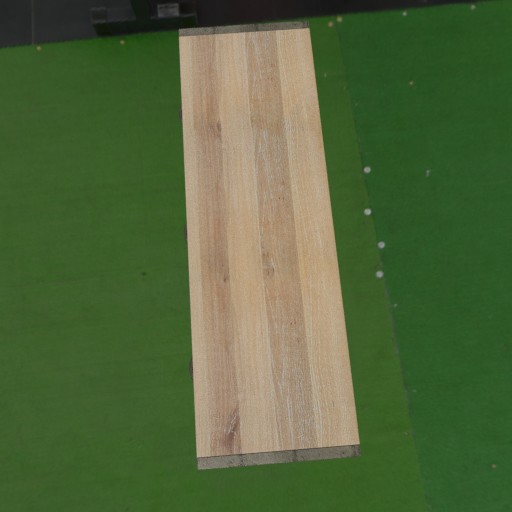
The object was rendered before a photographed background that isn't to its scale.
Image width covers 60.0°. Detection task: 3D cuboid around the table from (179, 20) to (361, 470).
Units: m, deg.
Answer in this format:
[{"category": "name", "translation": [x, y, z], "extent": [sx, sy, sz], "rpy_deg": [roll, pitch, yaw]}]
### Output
[{"category": "table", "translation": [0.000, 0.000, 1.403], "extent": [0.361, 0.763, 1.059], "rpy_deg": [-4, 77, -1]}]
